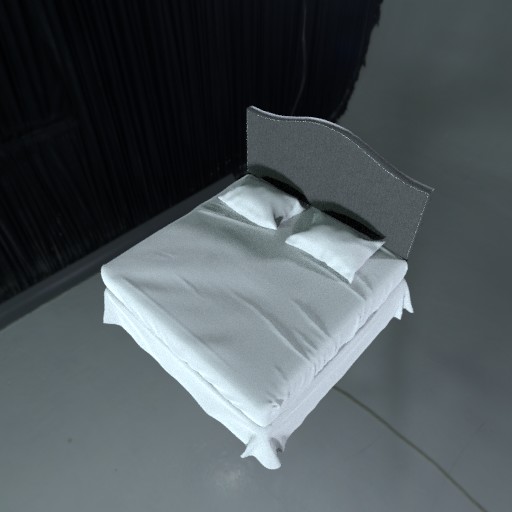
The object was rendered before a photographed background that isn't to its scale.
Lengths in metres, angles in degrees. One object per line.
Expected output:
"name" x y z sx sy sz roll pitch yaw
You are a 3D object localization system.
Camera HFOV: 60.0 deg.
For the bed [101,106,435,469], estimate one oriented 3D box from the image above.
"bed" 0.000 0.000 3.835 2.314 1.651 2.219 34 55 28
